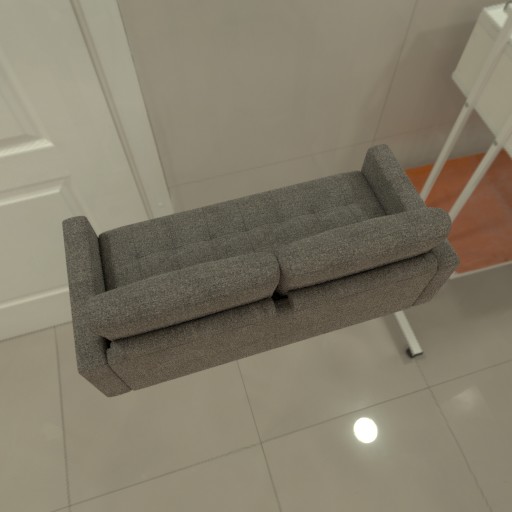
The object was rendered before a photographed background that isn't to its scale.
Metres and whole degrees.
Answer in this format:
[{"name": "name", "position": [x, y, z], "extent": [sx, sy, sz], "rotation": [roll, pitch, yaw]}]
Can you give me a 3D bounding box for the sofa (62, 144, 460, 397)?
[{"name": "sofa", "position": [0.000, 0.000, 2.320], "extent": [1.821, 0.902, 0.863], "rotation": [-15, 60, -9]}]
